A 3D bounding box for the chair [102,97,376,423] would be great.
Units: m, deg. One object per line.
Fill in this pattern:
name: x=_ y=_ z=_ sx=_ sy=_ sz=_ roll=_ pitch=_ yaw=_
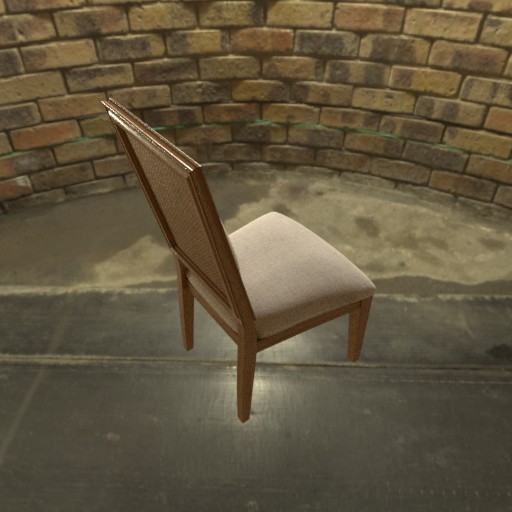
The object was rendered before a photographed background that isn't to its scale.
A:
chair: x=0.000 y=0.000 z=1.370 sx=0.601 sy=0.988 sz=0.536 roll=-26 pitch=47 yaw=-27
